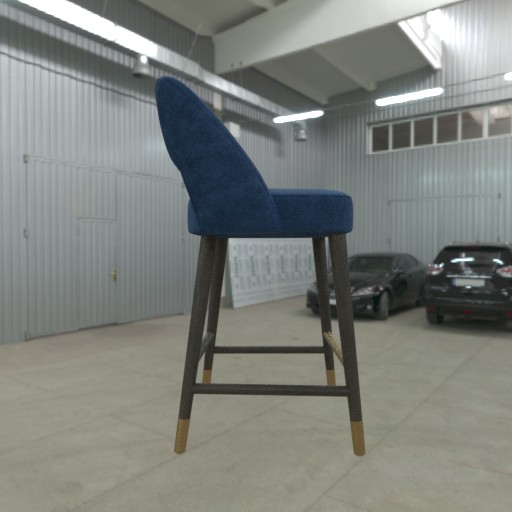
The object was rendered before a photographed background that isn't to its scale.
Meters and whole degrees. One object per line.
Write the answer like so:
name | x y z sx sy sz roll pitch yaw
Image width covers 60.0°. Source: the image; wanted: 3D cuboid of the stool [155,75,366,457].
stool | 0.000 0.000 1.256 0.524 0.925 0.536 0 1 1
